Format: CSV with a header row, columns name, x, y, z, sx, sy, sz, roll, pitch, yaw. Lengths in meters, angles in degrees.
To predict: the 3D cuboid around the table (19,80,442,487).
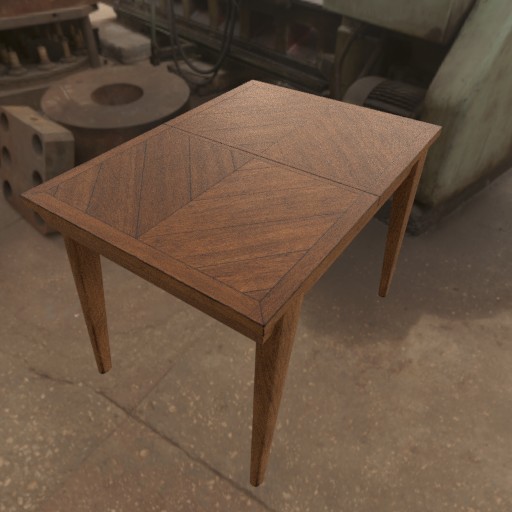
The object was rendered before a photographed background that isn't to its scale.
name,x,y,z,sx,sy,sz,roll,pitch,yaw
table,0.000,0.000,1.533,0.757,0.760,1.027,25,46,26
